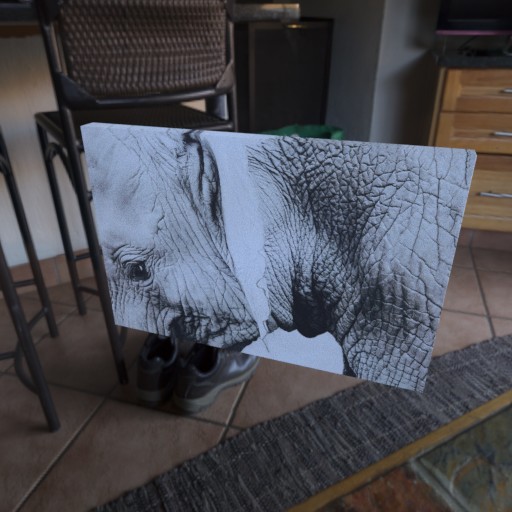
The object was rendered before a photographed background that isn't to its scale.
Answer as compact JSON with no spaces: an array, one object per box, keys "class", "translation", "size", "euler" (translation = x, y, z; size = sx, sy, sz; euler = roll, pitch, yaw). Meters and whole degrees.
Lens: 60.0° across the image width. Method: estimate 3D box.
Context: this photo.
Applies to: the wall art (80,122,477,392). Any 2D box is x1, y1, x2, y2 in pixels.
[{"class":"wall art","translation":[0.000,0.000,0.766],"size":[0.613,0.407,0.035],"euler":[9,28,17]}]
